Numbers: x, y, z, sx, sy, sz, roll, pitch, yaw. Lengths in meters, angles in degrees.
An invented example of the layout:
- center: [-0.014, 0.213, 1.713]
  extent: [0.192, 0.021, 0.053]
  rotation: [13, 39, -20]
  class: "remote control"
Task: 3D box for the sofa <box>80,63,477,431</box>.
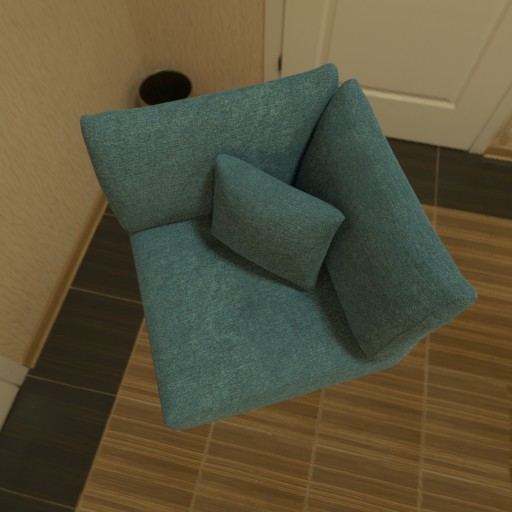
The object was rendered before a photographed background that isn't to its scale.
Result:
- center: [0.000, 0.000, 1.697]
  extent: [1.000, 0.820, 1.000]
  rotation: [-15, 64, -7]
  class: "sofa"
